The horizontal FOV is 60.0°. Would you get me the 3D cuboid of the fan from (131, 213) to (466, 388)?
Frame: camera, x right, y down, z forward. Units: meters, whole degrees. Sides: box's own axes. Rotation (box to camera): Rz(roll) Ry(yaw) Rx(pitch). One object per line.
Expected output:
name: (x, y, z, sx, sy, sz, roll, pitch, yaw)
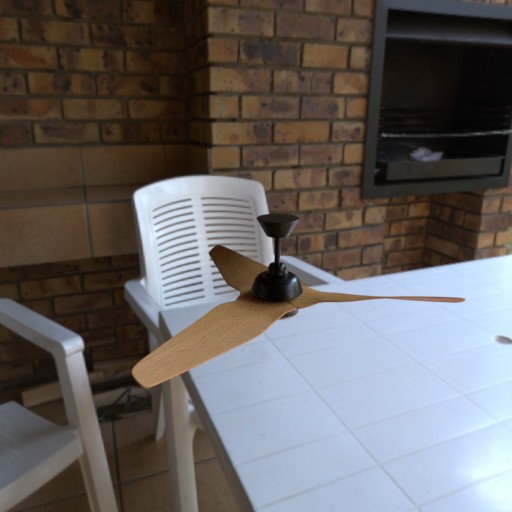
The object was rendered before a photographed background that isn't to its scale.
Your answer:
fan: (0.000, 0.000, 1.687, 1.142, 0.355, 1.010, -9, 19, -26)
